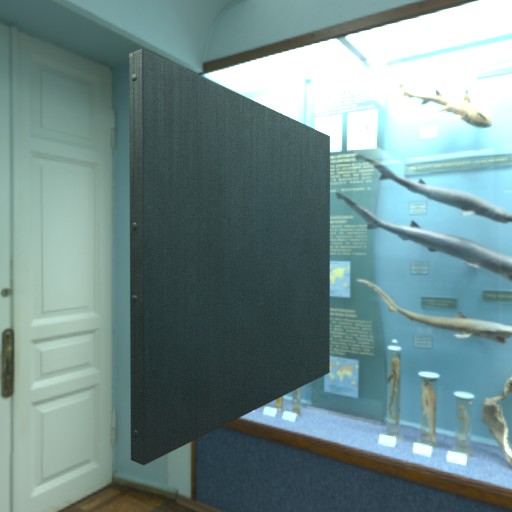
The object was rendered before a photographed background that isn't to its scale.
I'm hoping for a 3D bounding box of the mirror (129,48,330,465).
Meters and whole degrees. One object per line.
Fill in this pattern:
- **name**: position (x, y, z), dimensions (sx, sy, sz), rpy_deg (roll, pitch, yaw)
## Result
- **mirror**: position (0.000, 0.000, 0.565), dimensions (0.020, 0.381, 0.382), rpy_deg (1, 1, 36)
